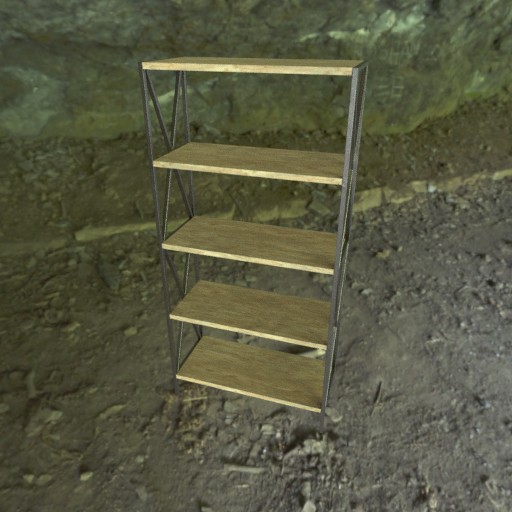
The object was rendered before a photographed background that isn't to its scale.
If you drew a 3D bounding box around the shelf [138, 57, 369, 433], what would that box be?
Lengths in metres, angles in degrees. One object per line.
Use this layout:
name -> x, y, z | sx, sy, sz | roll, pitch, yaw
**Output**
shelf -> 0.000, 0.000, 2.239 | 0.874, 1.803, 0.386 | 9, 29, 16
